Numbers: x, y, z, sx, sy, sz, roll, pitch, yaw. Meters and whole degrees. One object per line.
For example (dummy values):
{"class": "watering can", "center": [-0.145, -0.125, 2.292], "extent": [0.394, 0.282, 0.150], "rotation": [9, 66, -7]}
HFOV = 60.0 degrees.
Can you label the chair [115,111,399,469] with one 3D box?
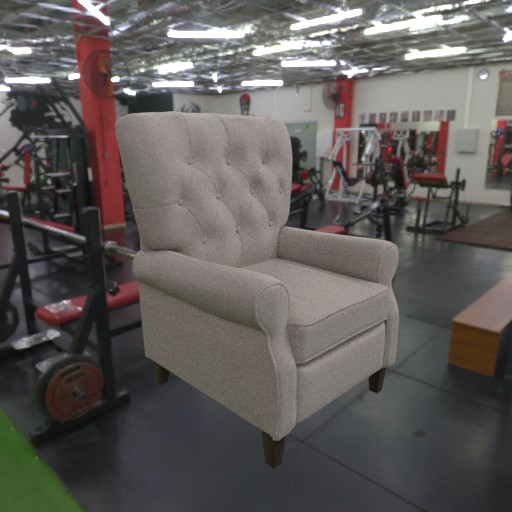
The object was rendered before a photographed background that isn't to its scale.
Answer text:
{"class": "chair", "center": [0.000, 0.000, 1.926], "extent": [0.942, 1.209, 1.025], "rotation": [-14, 20, -42]}
